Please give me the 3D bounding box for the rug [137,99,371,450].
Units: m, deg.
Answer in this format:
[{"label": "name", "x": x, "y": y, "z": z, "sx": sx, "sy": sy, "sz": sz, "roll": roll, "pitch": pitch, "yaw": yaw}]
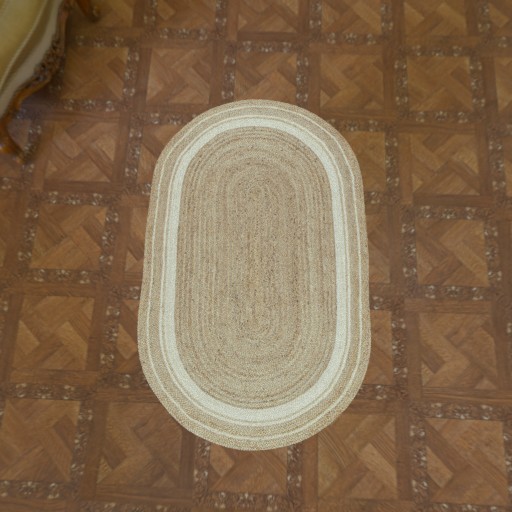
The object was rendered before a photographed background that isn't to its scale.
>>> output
[{"label": "rug", "x": 0.000, "y": 0.000, "z": 2.996, "sx": 1.520, "sy": 0.006, "sz": 2.432, "roll": 1, "pitch": 75, "yaw": 0}]
